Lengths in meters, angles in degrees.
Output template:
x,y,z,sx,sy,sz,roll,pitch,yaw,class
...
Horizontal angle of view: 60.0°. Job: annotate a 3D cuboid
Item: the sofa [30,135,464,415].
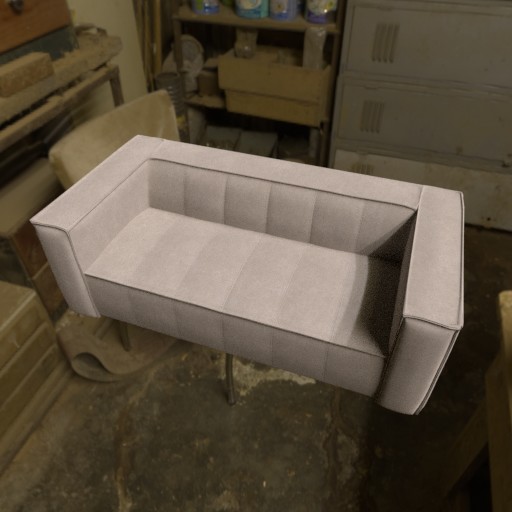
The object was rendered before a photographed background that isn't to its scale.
x,y,z,sx,sy,sz,roll,pitch,yaw,class
0.000,0.000,2.431,1.995,0.680,1.038,13,43,15,sofa
